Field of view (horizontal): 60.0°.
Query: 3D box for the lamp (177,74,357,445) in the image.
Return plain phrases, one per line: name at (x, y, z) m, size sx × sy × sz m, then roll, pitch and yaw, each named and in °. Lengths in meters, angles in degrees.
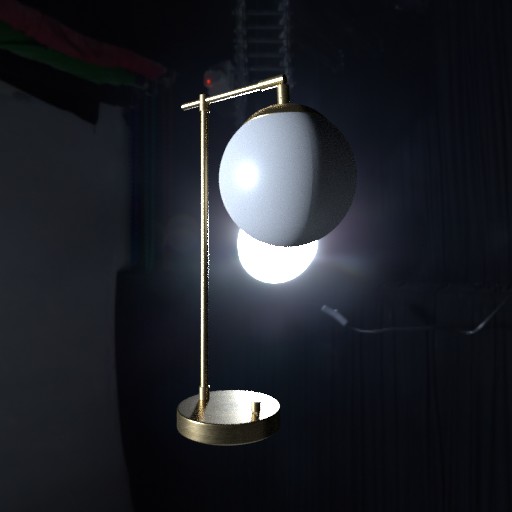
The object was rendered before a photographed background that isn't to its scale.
lamp at (0.000, 0.000, 0.706) m, size 0.324 × 0.559 × 0.207 m, roll 0°, pitch 0°, yaw 36°
